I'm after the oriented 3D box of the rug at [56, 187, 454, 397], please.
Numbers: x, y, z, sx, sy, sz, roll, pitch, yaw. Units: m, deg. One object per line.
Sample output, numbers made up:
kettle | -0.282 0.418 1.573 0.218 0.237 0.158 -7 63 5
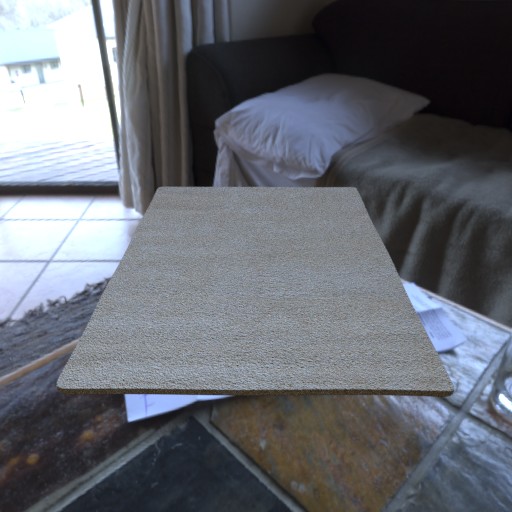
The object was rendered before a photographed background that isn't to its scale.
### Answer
rug | 0.000 0.000 2.005 1.199 0.025 1.600 0 31 0
